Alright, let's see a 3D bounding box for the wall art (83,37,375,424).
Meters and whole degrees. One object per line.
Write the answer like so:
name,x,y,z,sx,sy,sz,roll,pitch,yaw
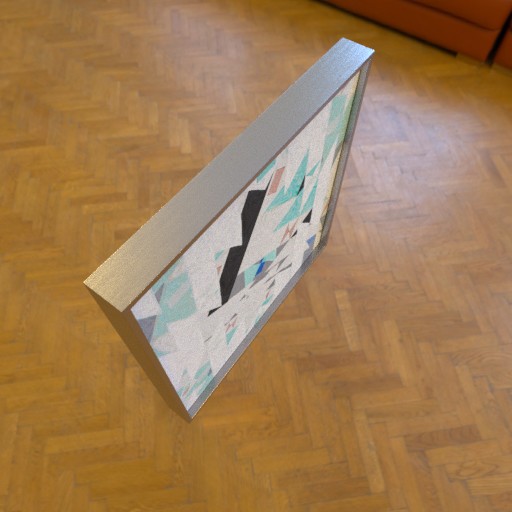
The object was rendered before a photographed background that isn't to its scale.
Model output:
wall art,0.000,0.000,0.517,0.038,0.350,0.350,31,63,18
